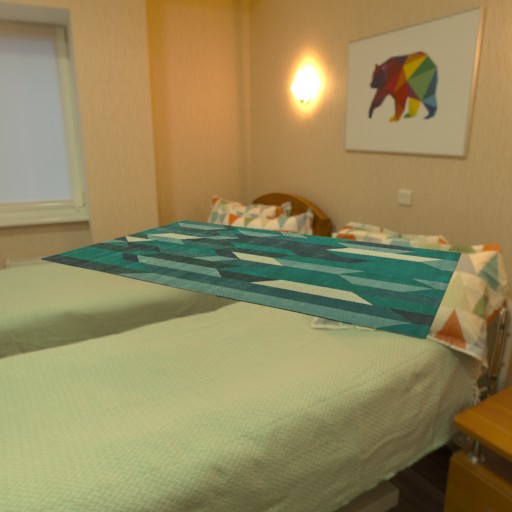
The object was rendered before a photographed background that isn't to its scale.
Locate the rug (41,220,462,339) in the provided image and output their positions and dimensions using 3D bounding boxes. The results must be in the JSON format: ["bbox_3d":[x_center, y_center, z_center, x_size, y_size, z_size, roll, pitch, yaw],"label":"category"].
[{"bbox_3d":[0.000,0.000,3.003,2.420,0.005,1.528,9,18,28],"label":"rug"}]
